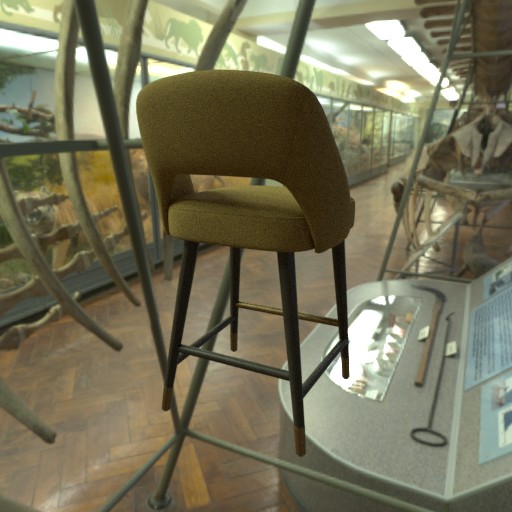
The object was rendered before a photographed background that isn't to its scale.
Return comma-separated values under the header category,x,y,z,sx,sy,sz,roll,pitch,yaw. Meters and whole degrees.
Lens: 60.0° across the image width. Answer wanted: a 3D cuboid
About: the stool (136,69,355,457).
category,x,y,z,sx,sy,sz,roll,pitch,yaw
stool,0.000,0.000,1.273,0.536,0.939,0.522,8,17,26
